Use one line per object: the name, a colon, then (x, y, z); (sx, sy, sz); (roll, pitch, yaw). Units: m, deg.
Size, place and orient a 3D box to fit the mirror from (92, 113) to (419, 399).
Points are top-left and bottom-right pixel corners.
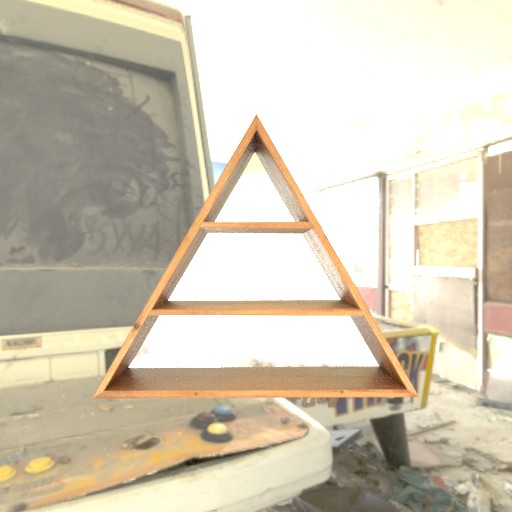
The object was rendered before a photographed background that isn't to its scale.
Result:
mirror: (0.000, 0.000, 0.901); (0.631, 0.548, 0.100); (0, 0, -1)
